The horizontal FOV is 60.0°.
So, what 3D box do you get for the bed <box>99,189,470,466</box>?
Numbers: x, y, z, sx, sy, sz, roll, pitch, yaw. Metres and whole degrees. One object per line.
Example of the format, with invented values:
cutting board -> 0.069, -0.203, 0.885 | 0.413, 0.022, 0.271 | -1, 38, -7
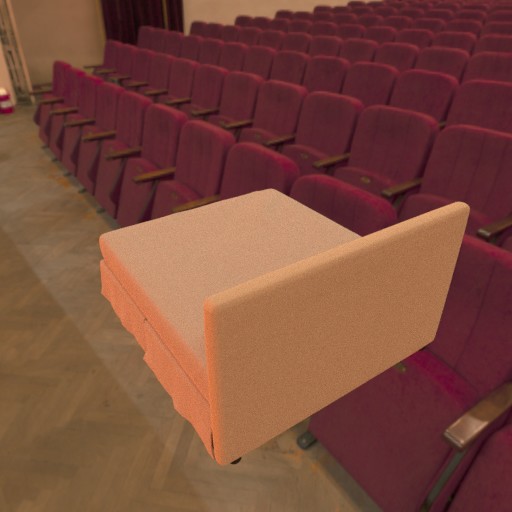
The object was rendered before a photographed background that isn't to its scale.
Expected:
bed -> 0.000, 0.000, 3.691 | 2.119, 1.317, 2.341 | -19, 36, -29
